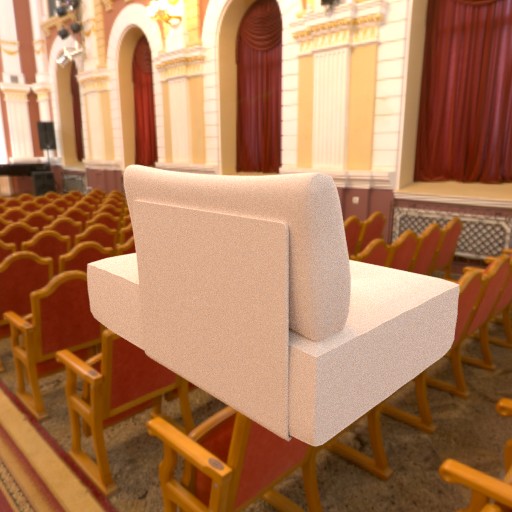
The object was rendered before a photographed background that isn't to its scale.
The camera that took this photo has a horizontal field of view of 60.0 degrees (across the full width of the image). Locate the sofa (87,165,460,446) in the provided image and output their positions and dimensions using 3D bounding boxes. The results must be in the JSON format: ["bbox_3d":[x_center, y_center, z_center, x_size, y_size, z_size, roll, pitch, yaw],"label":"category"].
[{"bbox_3d":[0.000,0.000,2.012,1.000,0.820,1.450,-13,18,-43],"label":"sofa"}]
